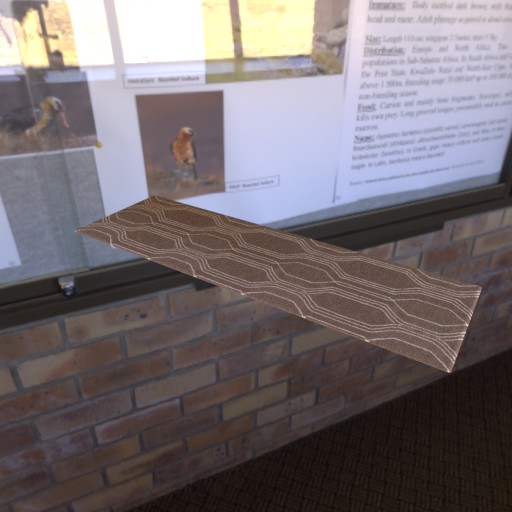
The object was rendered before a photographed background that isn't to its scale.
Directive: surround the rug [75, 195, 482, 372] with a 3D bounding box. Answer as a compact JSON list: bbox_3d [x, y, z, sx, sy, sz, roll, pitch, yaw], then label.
[{"bbox_3d":[0.000,0.000,2.739,2.464,0.012,0.773,18,34,28],"label":"rug"}]
